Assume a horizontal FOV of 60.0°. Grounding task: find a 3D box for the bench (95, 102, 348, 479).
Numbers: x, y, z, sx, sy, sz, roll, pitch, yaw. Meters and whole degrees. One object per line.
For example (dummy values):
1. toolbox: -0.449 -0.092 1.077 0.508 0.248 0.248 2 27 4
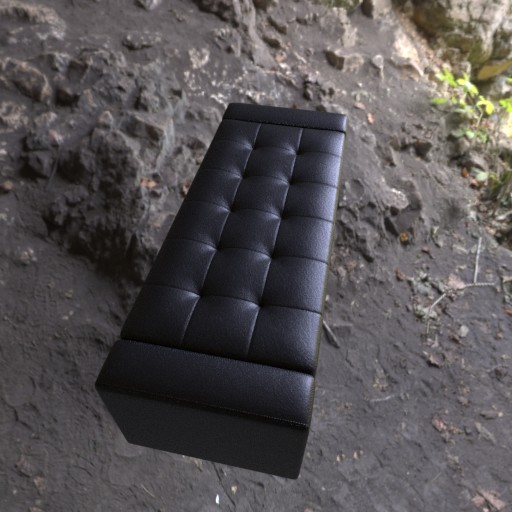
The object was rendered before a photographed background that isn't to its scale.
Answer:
1. bench: 0.000 0.000 1.551 0.508 0.445 1.296 9 49 8
